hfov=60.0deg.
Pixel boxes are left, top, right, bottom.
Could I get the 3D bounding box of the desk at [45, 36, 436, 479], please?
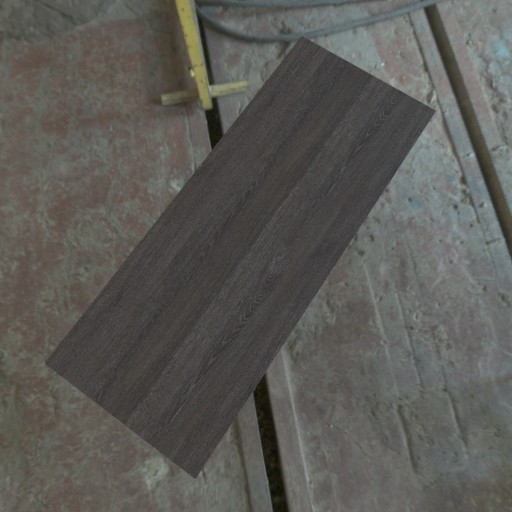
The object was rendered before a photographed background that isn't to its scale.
[{"bbox_3d":[0.000,0.000,1.907,0.600,0.760,1.524,33,77,9],"label":"desk"}]
